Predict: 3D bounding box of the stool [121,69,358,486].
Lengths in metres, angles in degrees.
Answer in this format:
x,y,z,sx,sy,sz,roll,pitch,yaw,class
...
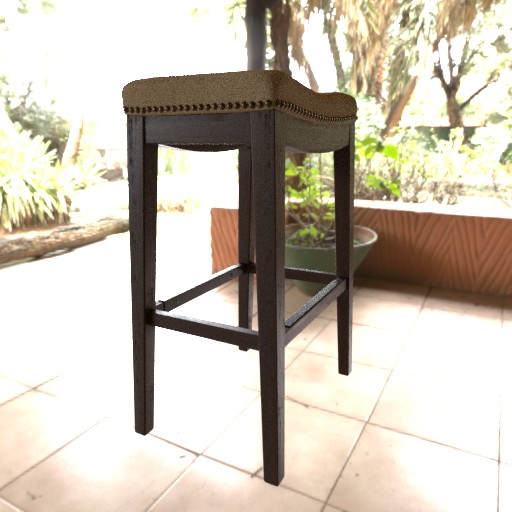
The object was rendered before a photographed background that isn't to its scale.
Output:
x,y,z,sx,sy,sz,roll,pitch,yaw,class
0.000,0.000,1.060,0.363,0.768,0.509,7,16,27,stool
